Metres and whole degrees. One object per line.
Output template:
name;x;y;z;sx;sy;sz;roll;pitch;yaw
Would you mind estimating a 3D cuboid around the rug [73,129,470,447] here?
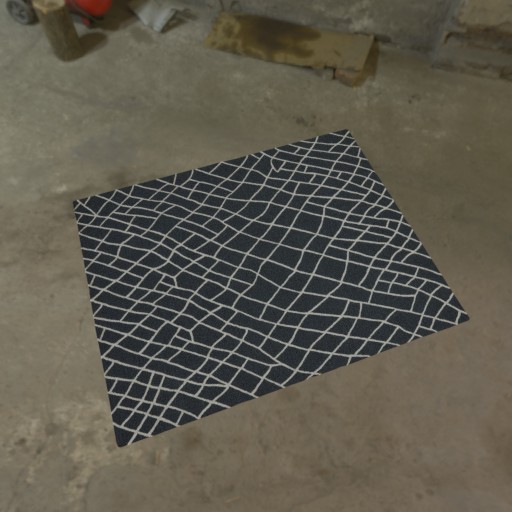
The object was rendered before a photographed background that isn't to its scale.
rug;0.000;0.000;4.124;3.047;0.022;2.439;-17;61;-10
